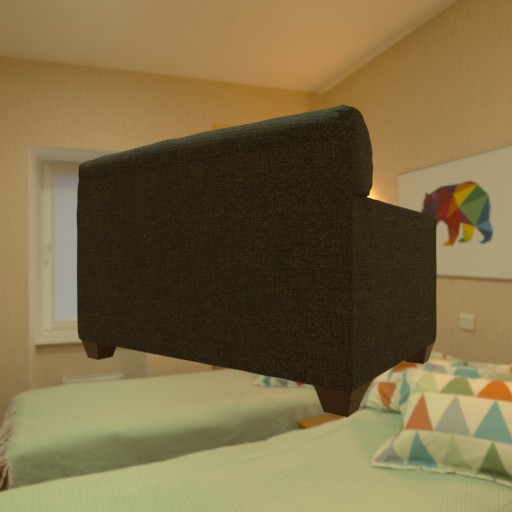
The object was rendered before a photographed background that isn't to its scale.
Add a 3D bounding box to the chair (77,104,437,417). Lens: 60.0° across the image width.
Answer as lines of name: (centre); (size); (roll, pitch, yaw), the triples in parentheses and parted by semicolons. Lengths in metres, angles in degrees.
chair: (0.000, 0.000, 2.047); (1.383, 0.948, 1.000); (0, 0, 36)
